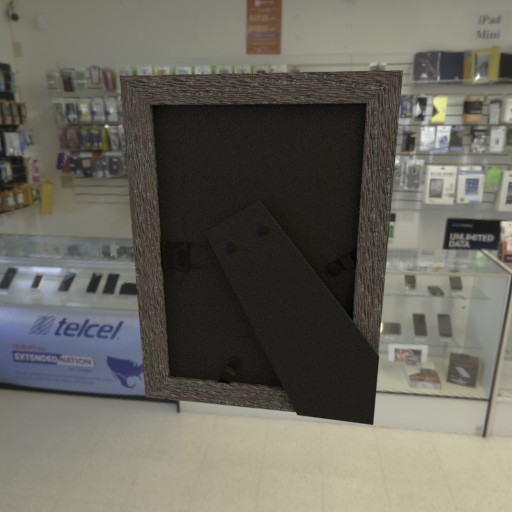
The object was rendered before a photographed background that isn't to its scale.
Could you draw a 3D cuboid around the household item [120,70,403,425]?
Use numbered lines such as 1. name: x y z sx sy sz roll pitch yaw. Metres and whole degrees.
1. household item: 0.000 0.000 0.236 0.133 0.180 0.020 3 17 9
